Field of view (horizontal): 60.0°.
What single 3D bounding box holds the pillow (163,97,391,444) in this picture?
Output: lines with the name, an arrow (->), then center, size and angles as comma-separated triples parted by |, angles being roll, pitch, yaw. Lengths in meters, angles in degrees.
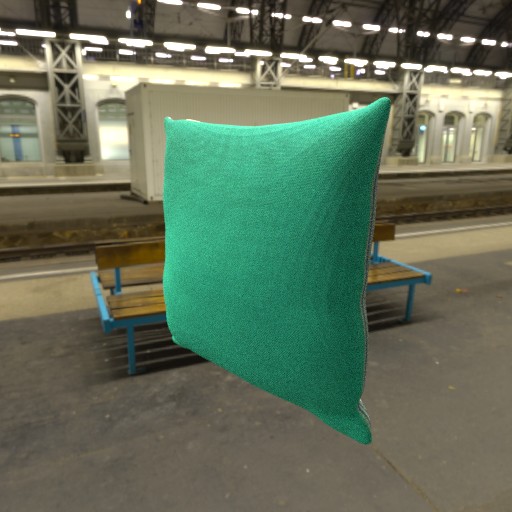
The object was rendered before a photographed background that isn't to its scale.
pillow -> 0.000, 0.000, 0.687 | 0.440, 0.441, 0.182 | 14, 20, 42
